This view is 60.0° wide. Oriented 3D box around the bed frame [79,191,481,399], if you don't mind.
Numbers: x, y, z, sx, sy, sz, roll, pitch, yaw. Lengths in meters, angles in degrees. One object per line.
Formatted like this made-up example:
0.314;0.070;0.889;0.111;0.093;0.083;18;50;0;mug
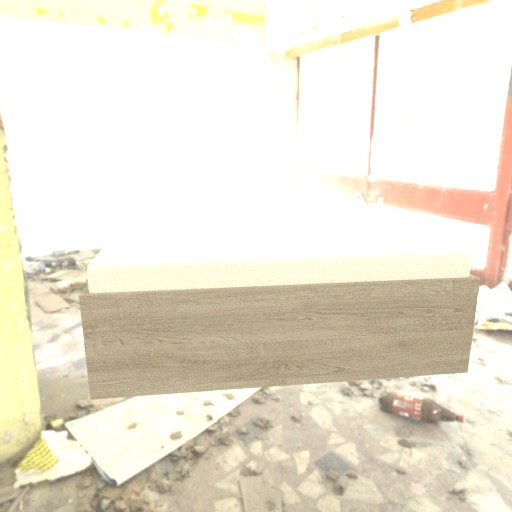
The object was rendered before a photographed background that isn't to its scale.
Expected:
0.000;0.000;2.542;1.448;0.490;1.944;-2;15;-7;bed frame
